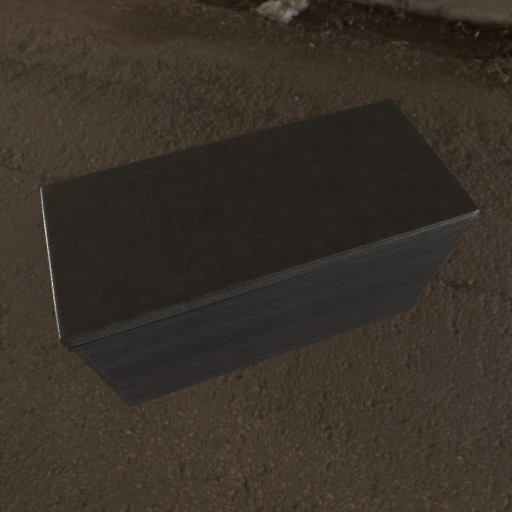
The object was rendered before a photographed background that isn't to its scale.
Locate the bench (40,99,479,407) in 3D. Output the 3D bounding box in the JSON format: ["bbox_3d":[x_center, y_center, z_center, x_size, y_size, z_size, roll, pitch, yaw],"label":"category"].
[{"bbox_3d":[0.000,0.000,1.193,0.905,0.501,0.401,-17,59,-10],"label":"bench"}]
